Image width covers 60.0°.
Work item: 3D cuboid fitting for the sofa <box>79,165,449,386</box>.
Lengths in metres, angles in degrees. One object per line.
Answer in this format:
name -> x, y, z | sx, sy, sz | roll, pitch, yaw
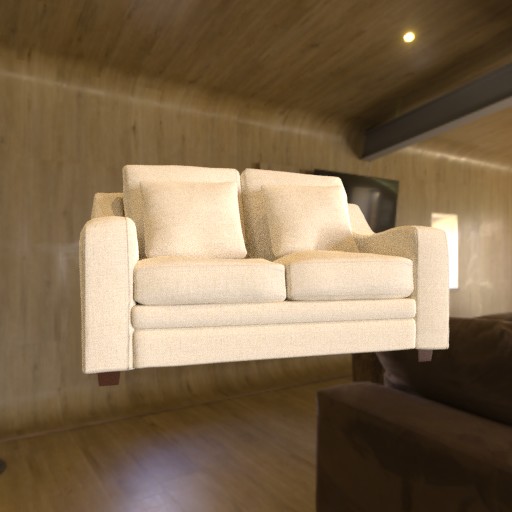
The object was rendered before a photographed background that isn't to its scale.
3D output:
sofa -> 0.000, 0.000, 2.384 | 1.744, 1.047, 1.040 | 0, -1, -17
